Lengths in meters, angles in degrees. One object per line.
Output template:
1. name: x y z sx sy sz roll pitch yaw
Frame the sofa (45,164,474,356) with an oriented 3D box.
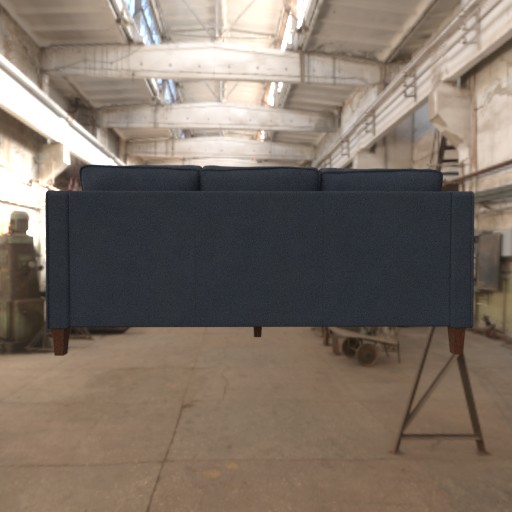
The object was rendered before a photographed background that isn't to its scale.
1. sofa: 0.000 0.000 3.277 2.317 1.066 1.858 0 0 -1
